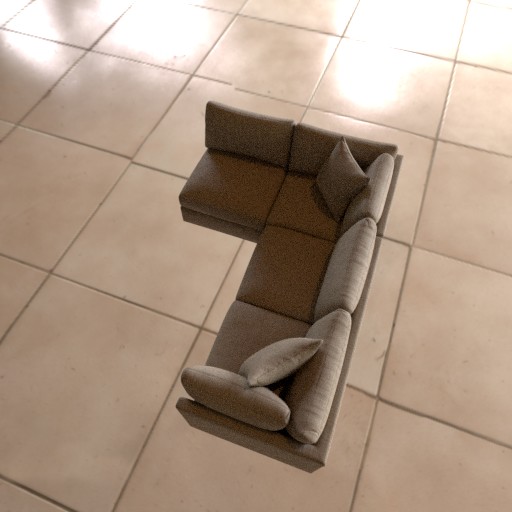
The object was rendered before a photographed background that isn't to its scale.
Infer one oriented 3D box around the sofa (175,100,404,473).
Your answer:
[{"bbox_3d":[0.000,0.000,3.877,1.994,0.978,2.896,17,59,10],"label":"sofa"}]
